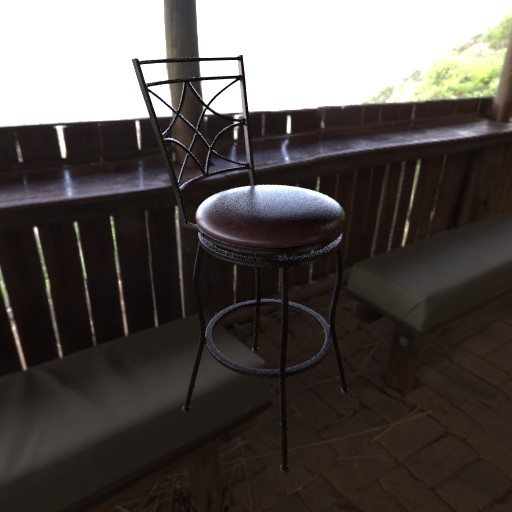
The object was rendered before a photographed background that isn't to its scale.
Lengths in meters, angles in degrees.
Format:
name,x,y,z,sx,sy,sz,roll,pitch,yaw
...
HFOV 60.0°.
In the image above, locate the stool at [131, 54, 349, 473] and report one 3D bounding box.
name,x,y,z,sx,sy,sz,roll,pitch,yaw
stool,0.000,0.000,1.365,0.534,1.117,0.434,18,31,32
